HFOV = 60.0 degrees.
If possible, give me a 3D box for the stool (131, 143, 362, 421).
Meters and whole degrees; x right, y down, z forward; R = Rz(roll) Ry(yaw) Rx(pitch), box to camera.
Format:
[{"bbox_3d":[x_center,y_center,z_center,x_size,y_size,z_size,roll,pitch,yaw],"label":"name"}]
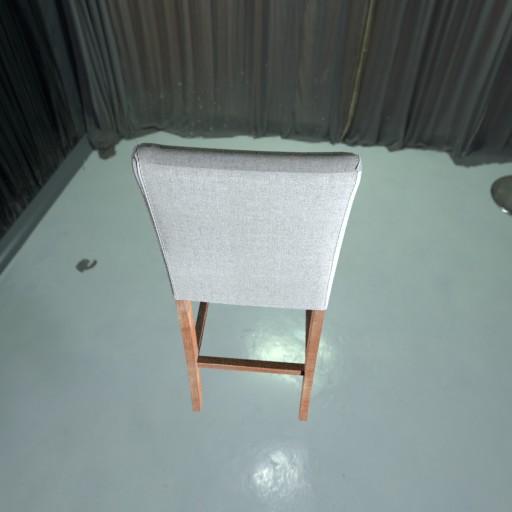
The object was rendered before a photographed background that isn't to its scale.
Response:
[{"bbox_3d":[0.000,0.000,1.368,0.439,1.088,0.570,4,47,3],"label":"stool"}]
